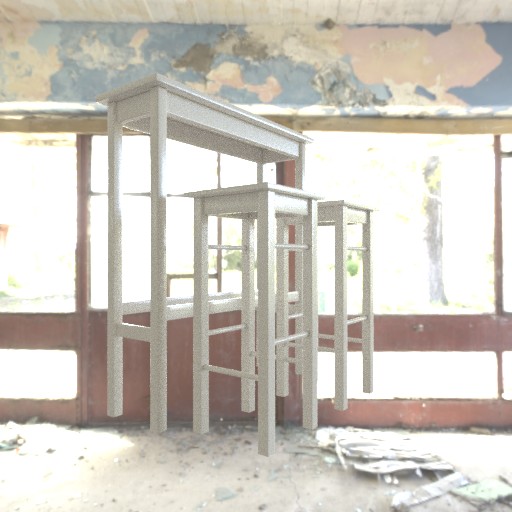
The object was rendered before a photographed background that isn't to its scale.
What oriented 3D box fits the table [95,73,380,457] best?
[{"bbox_3d":[0.000,0.000,1.640,0.650,1.065,0.915,0,0,37],"label":"table"}]
